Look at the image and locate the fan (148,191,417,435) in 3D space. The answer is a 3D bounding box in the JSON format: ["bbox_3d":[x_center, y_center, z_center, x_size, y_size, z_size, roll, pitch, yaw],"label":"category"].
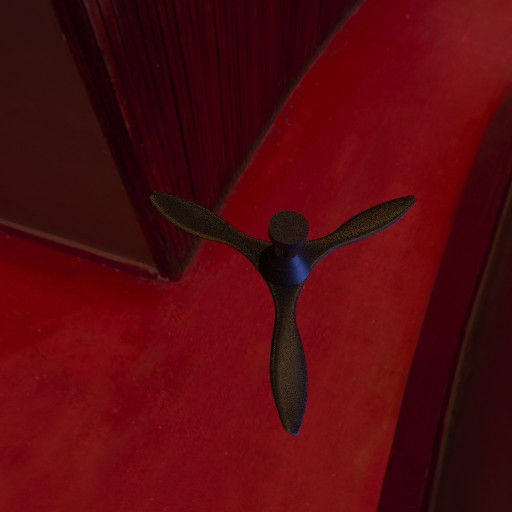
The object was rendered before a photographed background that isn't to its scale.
[{"bbox_3d":[0.000,0.000,1.616,1.067,0.305,1.067,16,61,9],"label":"fan"}]
